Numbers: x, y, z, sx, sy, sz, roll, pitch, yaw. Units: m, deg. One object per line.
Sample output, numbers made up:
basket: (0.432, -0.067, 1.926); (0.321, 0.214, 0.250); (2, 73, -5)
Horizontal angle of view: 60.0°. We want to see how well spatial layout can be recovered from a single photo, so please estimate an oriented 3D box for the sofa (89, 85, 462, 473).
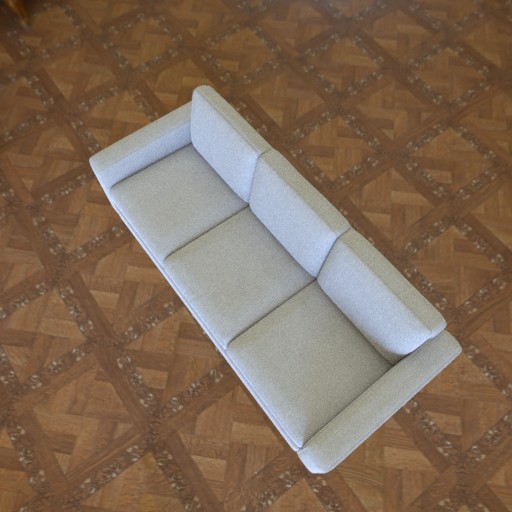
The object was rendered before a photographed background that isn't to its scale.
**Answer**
sofa: (0.000, 0.000, 2.496); (0.900, 0.800, 2.120); (-35, 69, -16)
